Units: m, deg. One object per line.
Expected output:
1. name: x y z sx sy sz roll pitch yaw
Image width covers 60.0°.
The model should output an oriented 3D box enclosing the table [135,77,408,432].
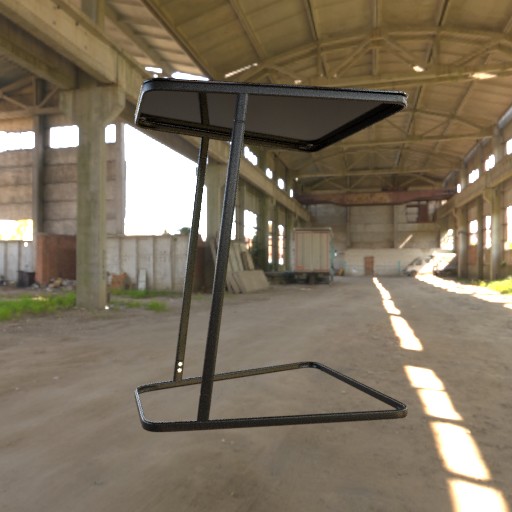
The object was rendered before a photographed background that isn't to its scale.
1. table: 0.000 0.000 0.968 0.500 0.624 0.427 0 0 -19
